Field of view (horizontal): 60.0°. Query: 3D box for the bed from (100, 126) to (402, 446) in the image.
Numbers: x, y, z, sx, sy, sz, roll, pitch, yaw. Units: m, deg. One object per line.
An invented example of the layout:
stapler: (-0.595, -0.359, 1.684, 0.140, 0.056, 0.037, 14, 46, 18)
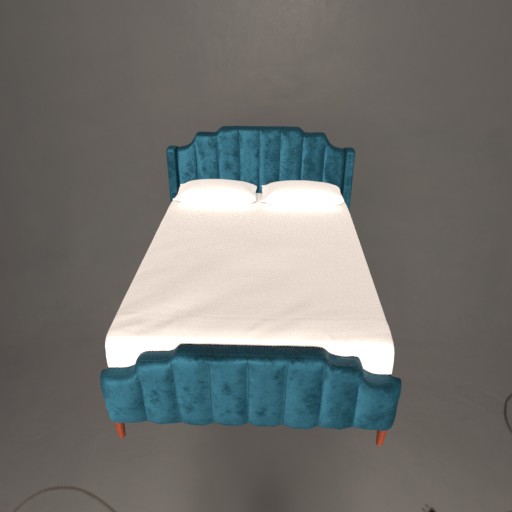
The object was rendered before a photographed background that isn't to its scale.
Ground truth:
bed: (0.000, 0.000, 3.289, 1.678, 1.338, 2.322, 1, 31, 2)
